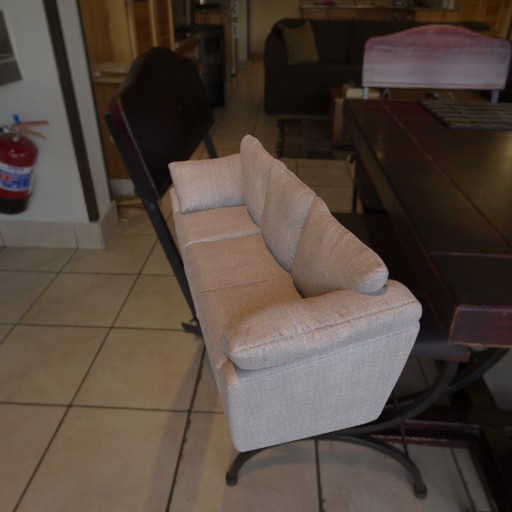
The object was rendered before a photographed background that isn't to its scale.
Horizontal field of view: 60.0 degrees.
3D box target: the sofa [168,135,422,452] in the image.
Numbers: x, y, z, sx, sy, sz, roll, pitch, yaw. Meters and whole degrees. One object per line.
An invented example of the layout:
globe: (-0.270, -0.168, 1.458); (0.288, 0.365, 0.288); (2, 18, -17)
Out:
sofa: (0.000, 0.000, 2.838); (0.878, 0.996, 2.334); (-8, 31, -13)
